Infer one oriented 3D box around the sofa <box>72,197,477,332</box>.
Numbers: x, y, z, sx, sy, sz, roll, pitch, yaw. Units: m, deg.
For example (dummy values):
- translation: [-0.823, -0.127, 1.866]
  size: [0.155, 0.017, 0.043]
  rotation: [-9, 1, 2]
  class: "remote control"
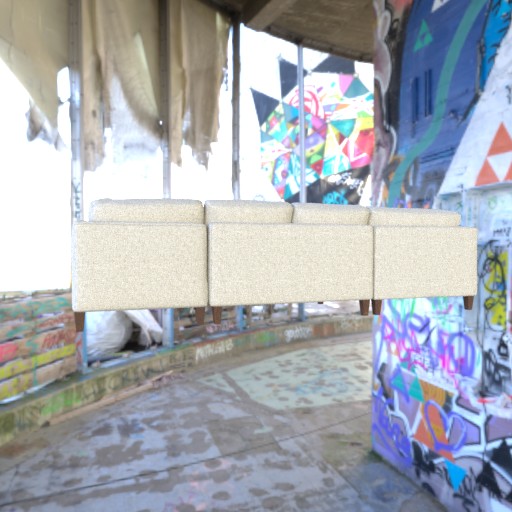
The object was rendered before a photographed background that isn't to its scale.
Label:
- translation: [0.000, 0.000, 4.688]
  size: [3.460, 0.959, 2.593]
  rotation: [0, 1, -19]
  class: "sofa"
